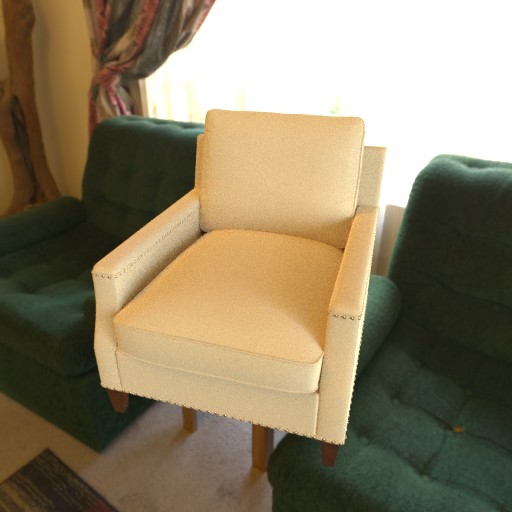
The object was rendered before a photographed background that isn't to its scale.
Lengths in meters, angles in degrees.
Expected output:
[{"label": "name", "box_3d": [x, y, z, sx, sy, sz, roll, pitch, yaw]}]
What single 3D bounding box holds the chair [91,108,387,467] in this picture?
[{"label": "chair", "box_3d": [0.000, 0.000, 1.688, 0.853, 0.943, 1.014, 8, 28, 15]}]
